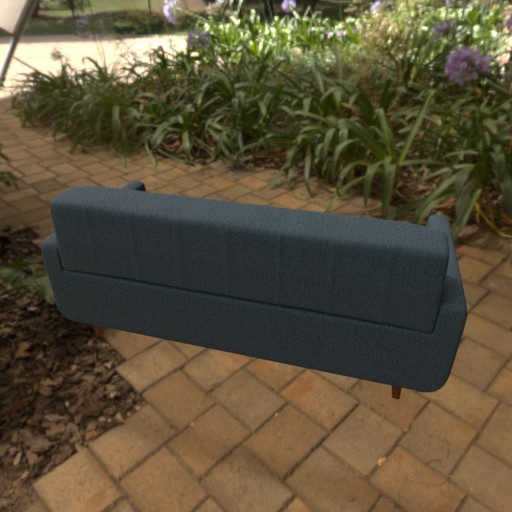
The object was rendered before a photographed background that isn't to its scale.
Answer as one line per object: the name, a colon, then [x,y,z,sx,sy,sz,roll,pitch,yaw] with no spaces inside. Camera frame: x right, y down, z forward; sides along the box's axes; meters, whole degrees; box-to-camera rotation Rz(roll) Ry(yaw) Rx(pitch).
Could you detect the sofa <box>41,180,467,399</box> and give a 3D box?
sofa: [0.000,0.000,2.486,2.055,0.884,0.942,8,32,14]
